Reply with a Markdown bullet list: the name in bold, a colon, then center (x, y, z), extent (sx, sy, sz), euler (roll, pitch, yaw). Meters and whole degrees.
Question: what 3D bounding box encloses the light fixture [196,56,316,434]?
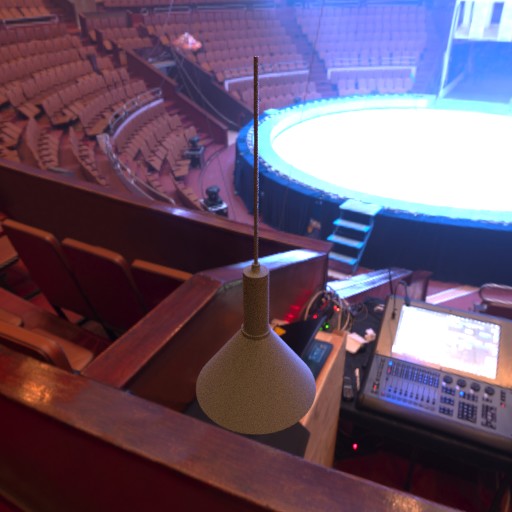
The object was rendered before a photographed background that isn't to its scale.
- **light fixture**: center (0.000, 0.000, 0.828), extent (0.267, 0.683, 0.267), euler (10, 31, 16)
